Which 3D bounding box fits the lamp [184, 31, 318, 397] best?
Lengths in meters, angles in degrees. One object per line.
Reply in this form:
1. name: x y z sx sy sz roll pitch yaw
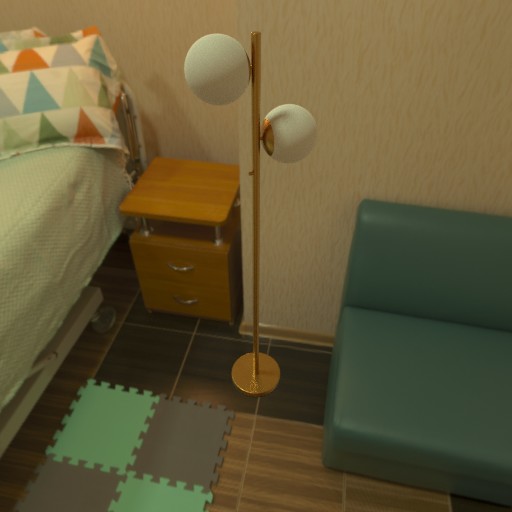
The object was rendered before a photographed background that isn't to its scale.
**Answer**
1. lamp: 0.000 0.000 1.764 0.419 1.641 0.249 -12 42 -14
